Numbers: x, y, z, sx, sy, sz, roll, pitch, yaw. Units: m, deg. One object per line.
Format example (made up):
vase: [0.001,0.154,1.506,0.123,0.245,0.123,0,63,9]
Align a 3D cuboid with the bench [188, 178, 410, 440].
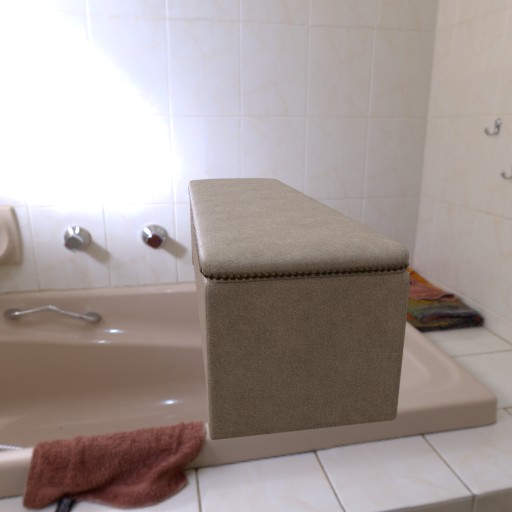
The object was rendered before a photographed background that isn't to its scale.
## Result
bench: [0.000,0.000,1.681,0.470,0.447,1.482,-3,16,-9]
